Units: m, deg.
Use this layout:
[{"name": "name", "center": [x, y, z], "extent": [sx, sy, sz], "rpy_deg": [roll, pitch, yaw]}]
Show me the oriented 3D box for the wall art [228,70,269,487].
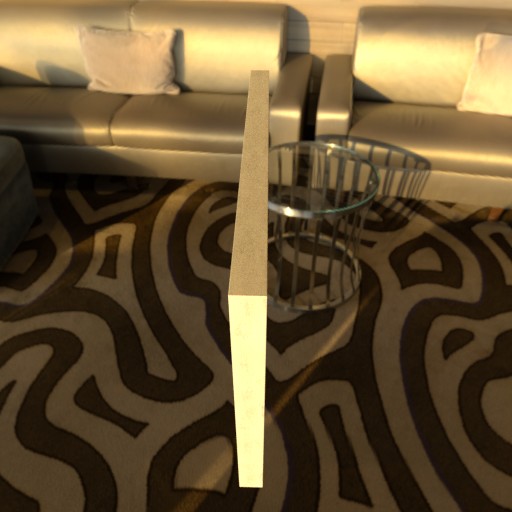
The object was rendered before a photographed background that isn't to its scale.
[{"name": "wall art", "center": [0.000, 0.000, 0.685], "extent": [0.032, 0.380, 0.532], "rpy_deg": [1, 41, 1]}]
